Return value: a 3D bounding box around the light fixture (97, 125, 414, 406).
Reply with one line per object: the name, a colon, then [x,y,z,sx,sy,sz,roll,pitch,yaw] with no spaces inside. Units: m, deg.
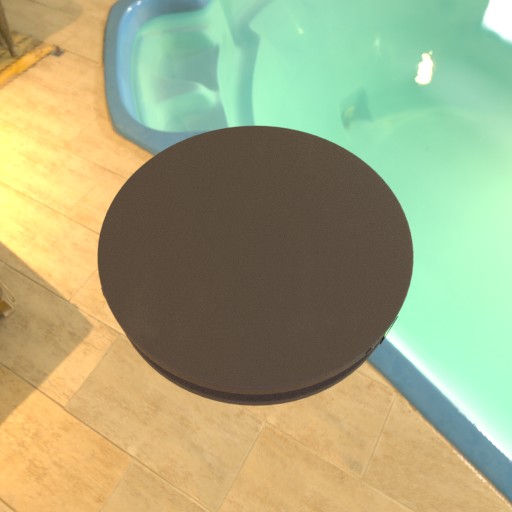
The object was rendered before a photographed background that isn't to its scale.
light fixture: [0.000,0.000,0.546,0.356,0.102,0.356,0,58,0]
